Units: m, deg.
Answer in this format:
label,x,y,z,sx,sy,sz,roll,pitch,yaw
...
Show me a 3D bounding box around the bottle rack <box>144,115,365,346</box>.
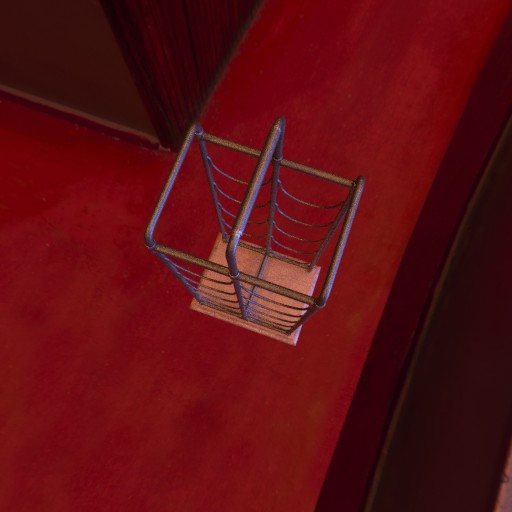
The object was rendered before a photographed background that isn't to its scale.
label,x,y,z,sx,sy,sz,roll,pitch,yaw
bottle rack,0.000,0.000,0.793,0.276,0.680,0.208,19,77,5
